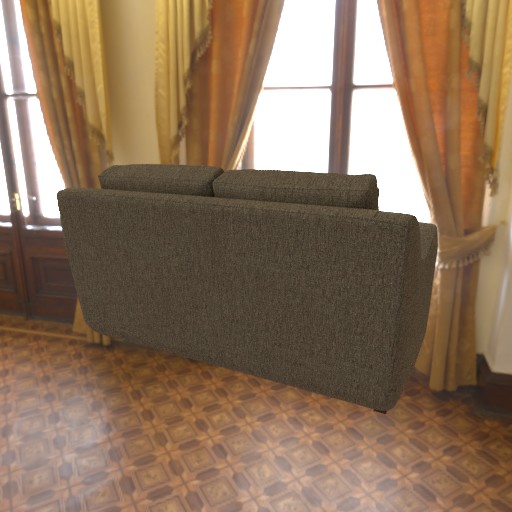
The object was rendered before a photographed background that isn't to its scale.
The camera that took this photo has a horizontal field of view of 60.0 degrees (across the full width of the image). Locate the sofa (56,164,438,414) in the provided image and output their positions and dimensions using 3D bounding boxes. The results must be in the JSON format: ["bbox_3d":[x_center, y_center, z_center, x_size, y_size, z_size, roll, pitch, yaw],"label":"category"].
[{"bbox_3d":[0.000,0.000,2.402,1.778,0.991,1.120,8,17,27],"label":"sofa"}]
